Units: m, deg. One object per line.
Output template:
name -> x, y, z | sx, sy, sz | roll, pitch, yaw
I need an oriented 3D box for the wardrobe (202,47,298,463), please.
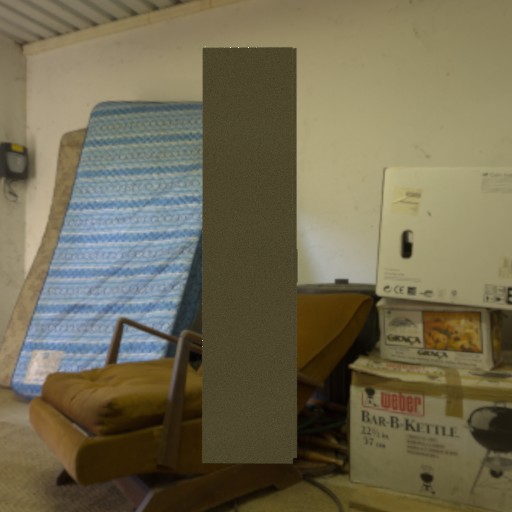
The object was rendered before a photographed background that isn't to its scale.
wardrobe -> 0.000, 0.000, 4.013 | 0.580, 2.360, 3.000 | 0, 0, 1
